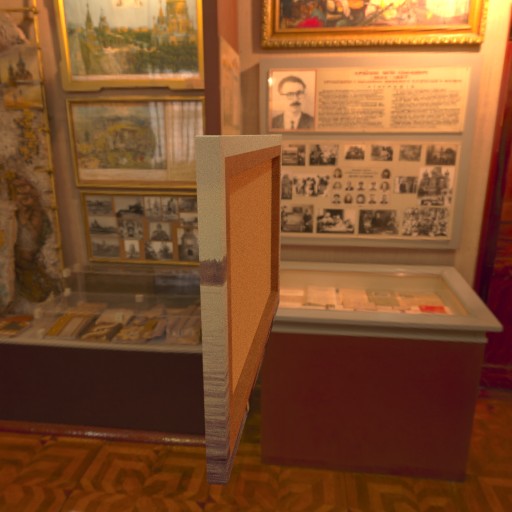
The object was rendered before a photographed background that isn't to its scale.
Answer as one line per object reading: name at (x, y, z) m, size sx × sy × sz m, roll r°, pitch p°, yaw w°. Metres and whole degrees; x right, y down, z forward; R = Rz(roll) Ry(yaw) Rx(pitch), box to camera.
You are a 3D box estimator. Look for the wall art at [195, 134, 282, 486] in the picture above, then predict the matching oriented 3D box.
wall art at (0.000, 0.000, 1.154) m, size 0.037 × 0.609 × 0.916 m, roll 2°, pitch 16°, yaw 9°
